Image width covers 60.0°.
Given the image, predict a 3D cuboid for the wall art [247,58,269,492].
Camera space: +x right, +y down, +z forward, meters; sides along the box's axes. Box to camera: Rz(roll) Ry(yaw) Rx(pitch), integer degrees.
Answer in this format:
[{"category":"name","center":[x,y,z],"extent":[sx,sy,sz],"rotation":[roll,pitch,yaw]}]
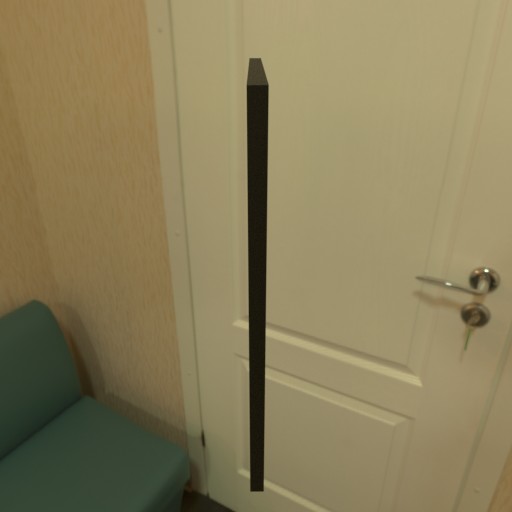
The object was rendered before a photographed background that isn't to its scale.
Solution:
[{"category":"wall art","center":[0.000,0.000,1.352],"extent":[0.038,1.062,0.806],"rotation":[0,27,0]}]
